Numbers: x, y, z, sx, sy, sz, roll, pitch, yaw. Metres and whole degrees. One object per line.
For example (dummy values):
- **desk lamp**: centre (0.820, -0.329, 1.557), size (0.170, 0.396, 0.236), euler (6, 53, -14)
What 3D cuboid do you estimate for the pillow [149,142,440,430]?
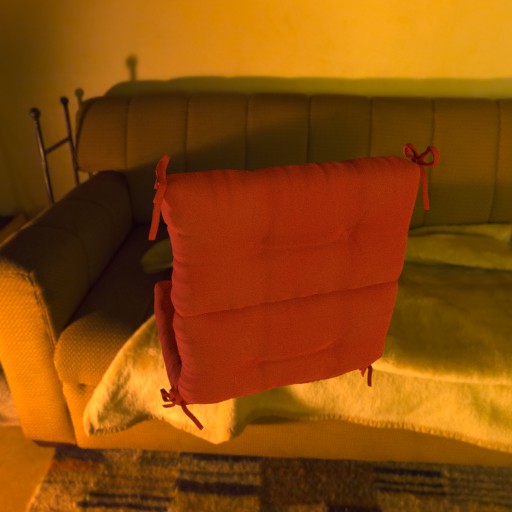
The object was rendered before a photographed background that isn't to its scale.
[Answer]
- **pillow**: centre (0.000, 0.000, 1.044), size (0.519, 0.605, 0.571), euler (-8, 28, -15)
